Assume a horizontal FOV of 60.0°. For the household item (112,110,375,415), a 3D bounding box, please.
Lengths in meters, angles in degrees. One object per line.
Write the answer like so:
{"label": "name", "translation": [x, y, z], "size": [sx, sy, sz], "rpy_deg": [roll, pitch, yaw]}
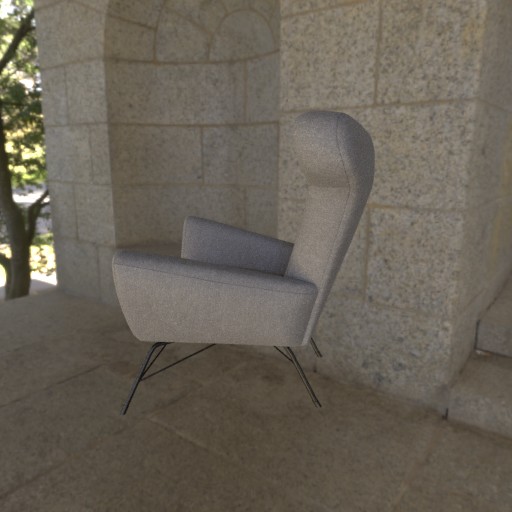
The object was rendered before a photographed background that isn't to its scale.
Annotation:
{"label": "household item", "translation": [0.000, 0.000, 1.806], "size": [0.900, 1.050, 0.980], "rpy_deg": [2, 13, 8]}
